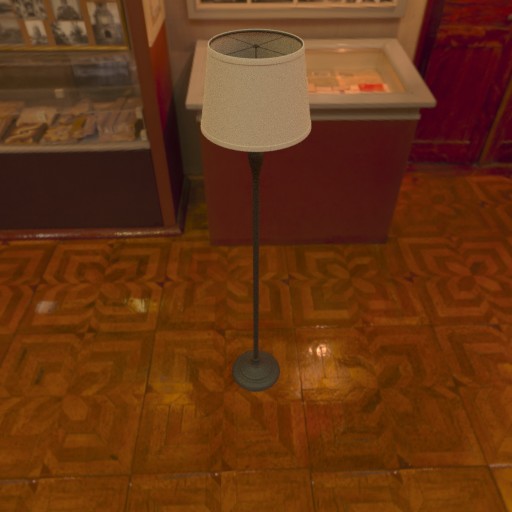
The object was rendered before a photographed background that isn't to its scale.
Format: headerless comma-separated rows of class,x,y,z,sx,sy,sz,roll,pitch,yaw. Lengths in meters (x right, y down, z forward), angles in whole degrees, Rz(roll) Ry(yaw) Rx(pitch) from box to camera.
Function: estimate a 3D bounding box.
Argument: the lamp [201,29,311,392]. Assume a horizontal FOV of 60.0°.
lamp,0.000,0.000,1.668,0.327,1.506,0.327,0,42,0
